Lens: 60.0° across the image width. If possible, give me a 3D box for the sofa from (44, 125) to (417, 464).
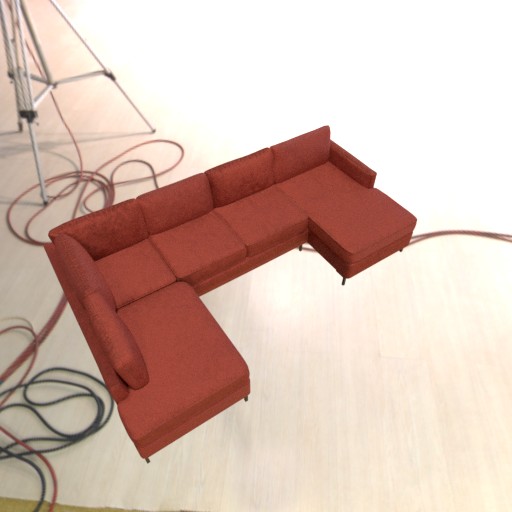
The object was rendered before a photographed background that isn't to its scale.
[{"bbox_3d":[0.000,0.000,4.325,3.434,0.992,2.055,-26,52,-22],"label":"sofa"}]
